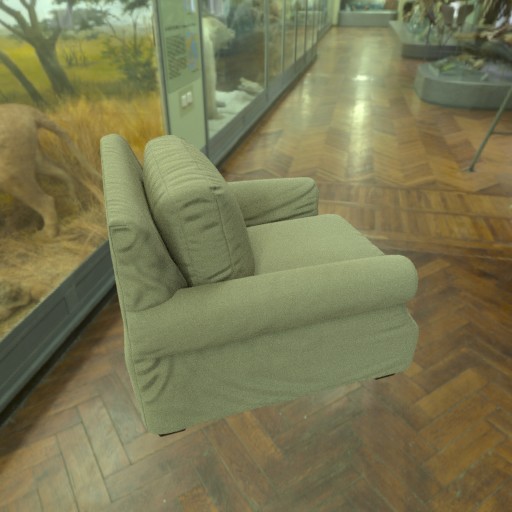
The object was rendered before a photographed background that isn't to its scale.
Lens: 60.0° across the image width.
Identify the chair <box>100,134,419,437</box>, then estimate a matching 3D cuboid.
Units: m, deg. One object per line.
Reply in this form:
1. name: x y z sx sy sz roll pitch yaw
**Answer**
1. chair: 0.000 0.000 1.734 1.066 0.866 0.940 -9 32 -16
